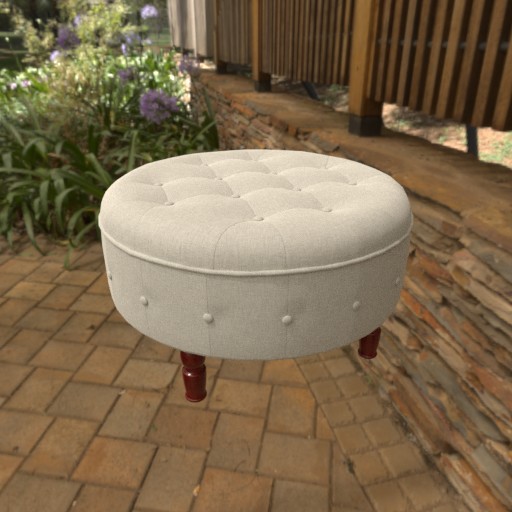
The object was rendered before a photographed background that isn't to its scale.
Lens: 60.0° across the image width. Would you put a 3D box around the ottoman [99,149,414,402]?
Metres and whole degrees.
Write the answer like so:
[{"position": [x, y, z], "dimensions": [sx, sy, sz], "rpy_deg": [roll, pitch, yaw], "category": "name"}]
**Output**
[{"position": [0.000, 0.000, 1.324], "dimensions": [0.850, 0.483, 0.850], "rpy_deg": [0, 26, 0], "category": "ottoman"}]
